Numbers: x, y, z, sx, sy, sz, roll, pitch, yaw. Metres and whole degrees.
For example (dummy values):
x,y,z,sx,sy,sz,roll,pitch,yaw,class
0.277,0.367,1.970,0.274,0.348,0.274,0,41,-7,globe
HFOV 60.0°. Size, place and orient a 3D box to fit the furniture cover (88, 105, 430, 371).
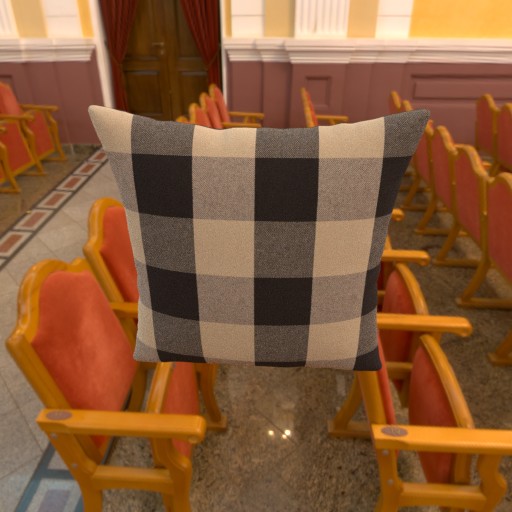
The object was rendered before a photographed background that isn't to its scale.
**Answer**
x,y,z,sx,sy,sz,roll,pitch,yaw,class
0.000,0.000,0.784,0.511,0.509,0.161,2,30,3,furniture cover
